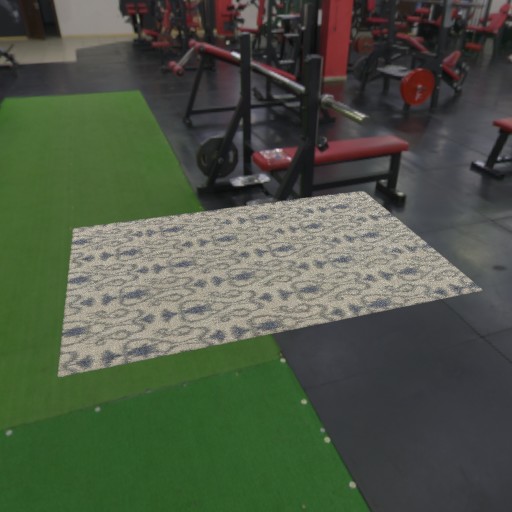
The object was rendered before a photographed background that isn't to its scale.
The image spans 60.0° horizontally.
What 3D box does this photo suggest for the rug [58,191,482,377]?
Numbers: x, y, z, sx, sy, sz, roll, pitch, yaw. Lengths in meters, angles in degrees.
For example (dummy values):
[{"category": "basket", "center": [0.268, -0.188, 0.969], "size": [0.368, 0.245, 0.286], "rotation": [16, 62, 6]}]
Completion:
[{"category": "rug", "center": [0.000, 0.000, 2.052], "size": [1.652, 0.006, 1.035], "rotation": [-9, 34, -14]}]
